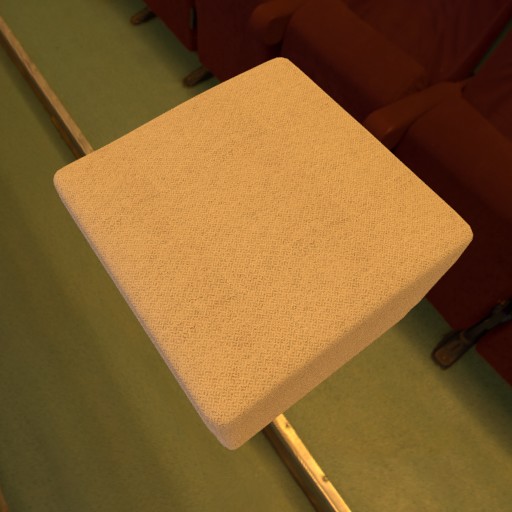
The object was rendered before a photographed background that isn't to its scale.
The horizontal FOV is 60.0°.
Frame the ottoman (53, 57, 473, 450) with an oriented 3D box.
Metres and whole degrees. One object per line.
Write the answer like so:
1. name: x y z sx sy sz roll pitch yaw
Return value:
1. ottoman: 0.000 0.000 0.895 0.512 0.453 0.521 -33 68 -15
